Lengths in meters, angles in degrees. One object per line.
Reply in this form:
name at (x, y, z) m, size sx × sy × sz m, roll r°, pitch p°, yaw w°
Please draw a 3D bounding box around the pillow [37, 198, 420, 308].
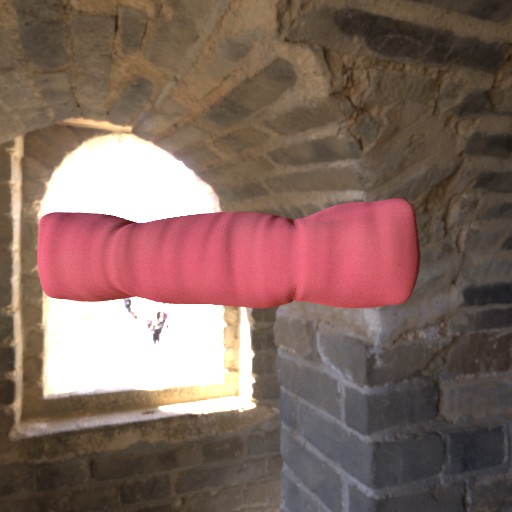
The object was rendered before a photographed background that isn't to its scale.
pillow at (0.000, 0.000, 0.731) m, size 0.490 × 0.128 × 0.468 m, roll 0°, pitch 0°, yaw 18°
